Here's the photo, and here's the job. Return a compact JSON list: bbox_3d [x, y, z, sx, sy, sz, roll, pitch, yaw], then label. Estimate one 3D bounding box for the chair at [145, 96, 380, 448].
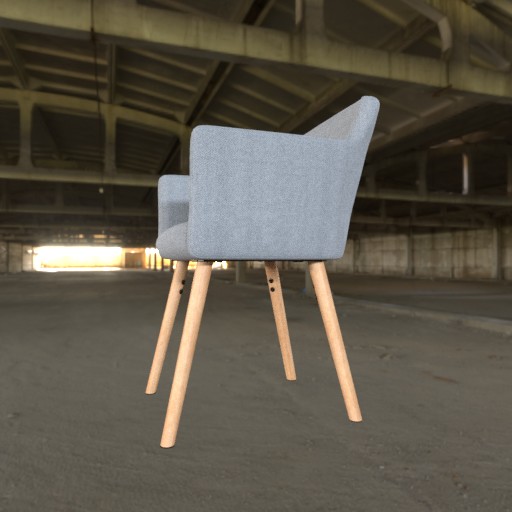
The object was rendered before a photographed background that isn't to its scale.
[{"bbox_3d":[0.000,0.000,1.169,0.540,0.780,0.570,0,0,-19],"label":"chair"}]
